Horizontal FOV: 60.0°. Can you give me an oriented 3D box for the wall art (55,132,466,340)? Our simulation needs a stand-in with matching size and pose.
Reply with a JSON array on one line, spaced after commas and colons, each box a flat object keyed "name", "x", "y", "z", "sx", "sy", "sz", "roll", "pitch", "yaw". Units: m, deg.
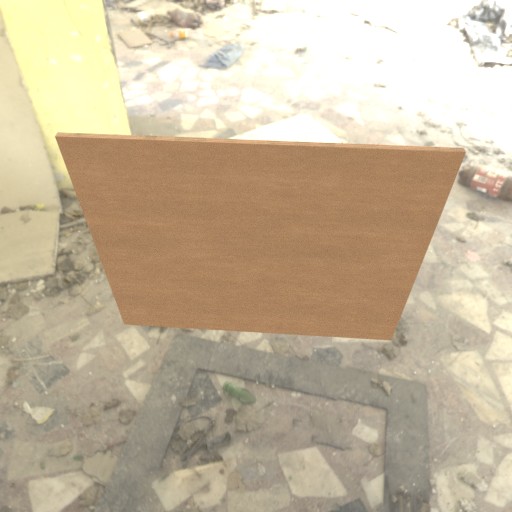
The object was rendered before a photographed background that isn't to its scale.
[{"name": "wall art", "x": 0.000, "y": 0.000, "z": 0.696, "sx": 0.508, "sy": 0.408, "sz": 0.010, "roll": 3, "pitch": 46, "yaw": 3}]
